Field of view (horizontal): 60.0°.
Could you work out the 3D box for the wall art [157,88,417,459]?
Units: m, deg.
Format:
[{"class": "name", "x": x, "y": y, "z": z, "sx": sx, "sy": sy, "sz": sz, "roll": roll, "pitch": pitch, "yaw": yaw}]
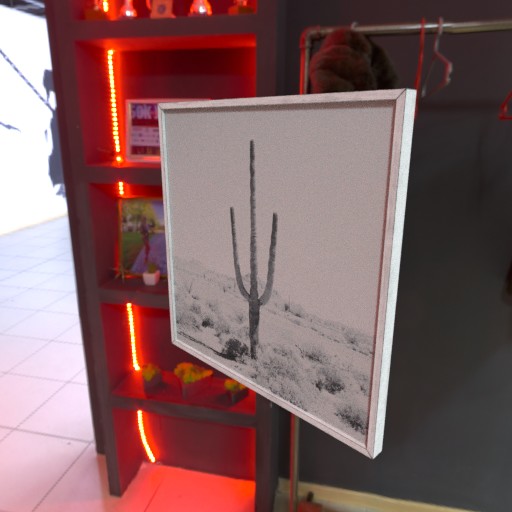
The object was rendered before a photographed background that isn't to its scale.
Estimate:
[{"class": "wall art", "x": 0.000, "y": 0.000, "z": 1.133, "sx": 0.038, "sy": 0.762, "sz": 0.762, "roll": -16, "pitch": 23, "yaw": -43}]
